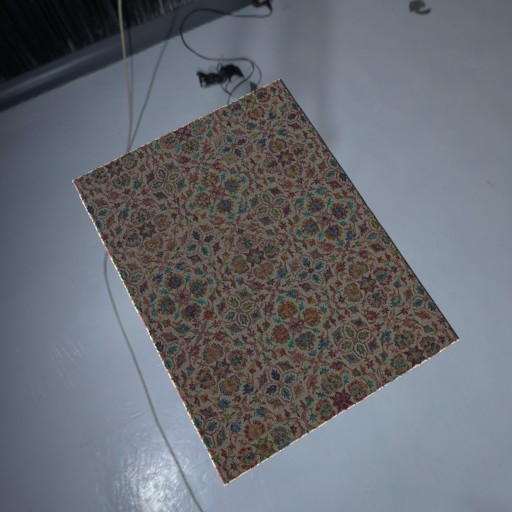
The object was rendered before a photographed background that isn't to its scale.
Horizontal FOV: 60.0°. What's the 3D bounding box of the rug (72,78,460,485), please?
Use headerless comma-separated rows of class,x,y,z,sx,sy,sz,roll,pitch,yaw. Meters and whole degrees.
rug,0.000,0.000,4.251,2.446,0.020,3.215,-29,76,-8
